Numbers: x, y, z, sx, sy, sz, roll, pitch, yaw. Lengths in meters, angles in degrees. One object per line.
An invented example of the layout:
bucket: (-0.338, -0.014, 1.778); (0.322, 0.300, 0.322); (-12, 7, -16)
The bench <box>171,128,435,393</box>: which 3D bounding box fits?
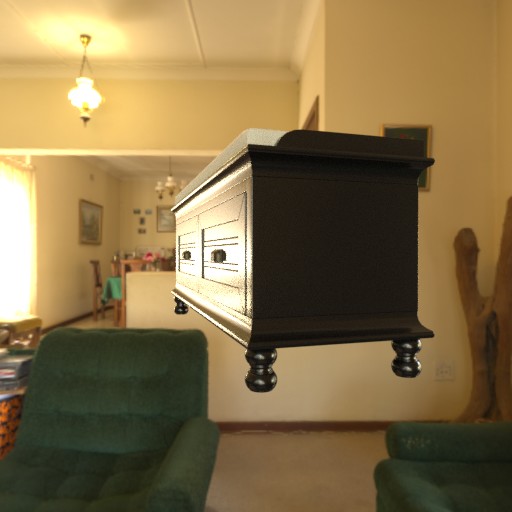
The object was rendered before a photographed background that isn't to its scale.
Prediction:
bench: (0.000, 0.000, 1.418); (0.402, 0.501, 1.185); (0, 0, -17)
